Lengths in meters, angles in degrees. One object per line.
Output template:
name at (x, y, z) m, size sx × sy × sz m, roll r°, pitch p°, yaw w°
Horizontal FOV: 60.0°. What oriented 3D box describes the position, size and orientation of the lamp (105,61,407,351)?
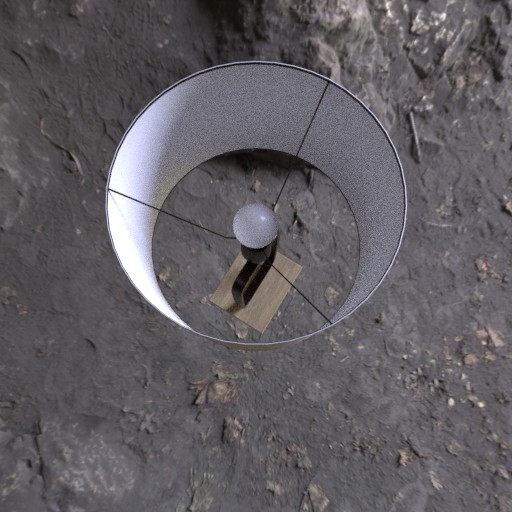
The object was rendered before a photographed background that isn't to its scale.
lamp at (0.000, 0.000, 0.657) m, size 0.279 × 0.508 × 0.279 m, roll 31°, pitch 78°, yaw 7°
